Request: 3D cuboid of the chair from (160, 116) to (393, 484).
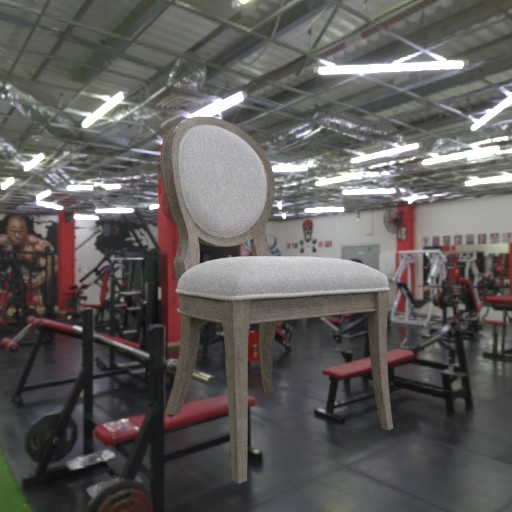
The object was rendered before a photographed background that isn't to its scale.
[{"bbox_3d":[0.000,0.000,1.359,0.558,0.990,0.602,0,-1,-36],"label":"chair"}]
